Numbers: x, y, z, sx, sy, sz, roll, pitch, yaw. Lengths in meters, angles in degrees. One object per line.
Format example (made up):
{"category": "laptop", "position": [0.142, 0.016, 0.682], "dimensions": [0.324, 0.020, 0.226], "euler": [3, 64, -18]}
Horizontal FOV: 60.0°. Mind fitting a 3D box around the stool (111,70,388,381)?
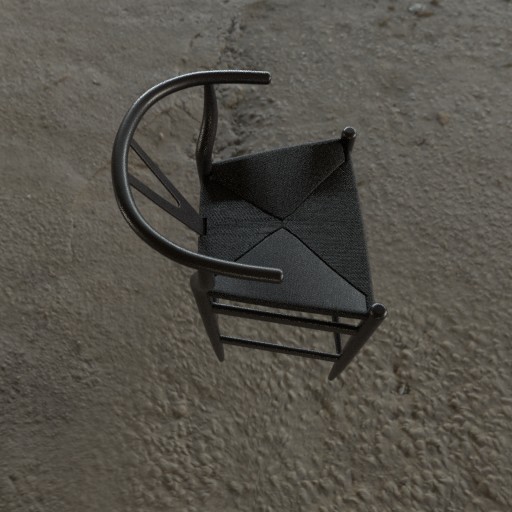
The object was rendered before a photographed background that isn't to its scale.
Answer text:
{"category": "stool", "position": [0.000, 0.000, 1.315], "dimensions": [0.579, 0.970, 0.569], "euler": [-1, 63, -1]}
